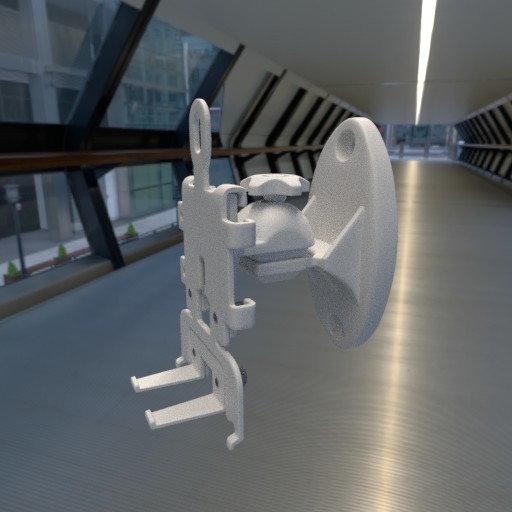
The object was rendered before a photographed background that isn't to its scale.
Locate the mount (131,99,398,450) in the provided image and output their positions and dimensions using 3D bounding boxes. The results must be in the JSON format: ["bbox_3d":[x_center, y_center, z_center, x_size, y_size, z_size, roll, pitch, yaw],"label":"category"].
[{"bbox_3d":[0.000,0.000,0.178,0.100,0.118,0.066,-7,17,-25],"label":"mount"}]
